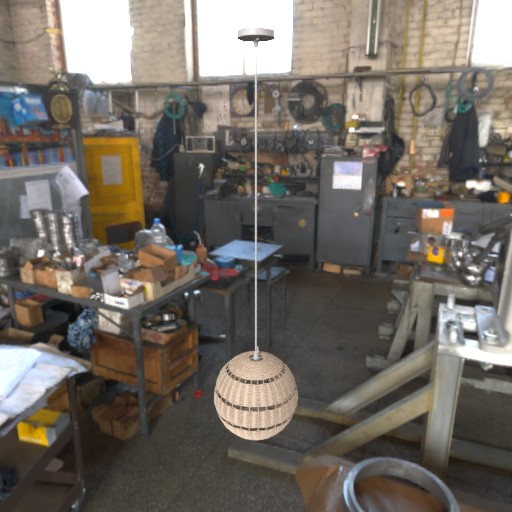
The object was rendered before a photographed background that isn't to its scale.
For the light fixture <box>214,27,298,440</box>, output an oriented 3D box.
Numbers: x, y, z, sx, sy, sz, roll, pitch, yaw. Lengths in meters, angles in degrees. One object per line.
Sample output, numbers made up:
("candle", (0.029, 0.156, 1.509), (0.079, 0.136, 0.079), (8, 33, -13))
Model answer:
("light fixture", (0.000, 0.000, 2.194), (0.457, 2.019, 0.457), (-3, 16, -9))
